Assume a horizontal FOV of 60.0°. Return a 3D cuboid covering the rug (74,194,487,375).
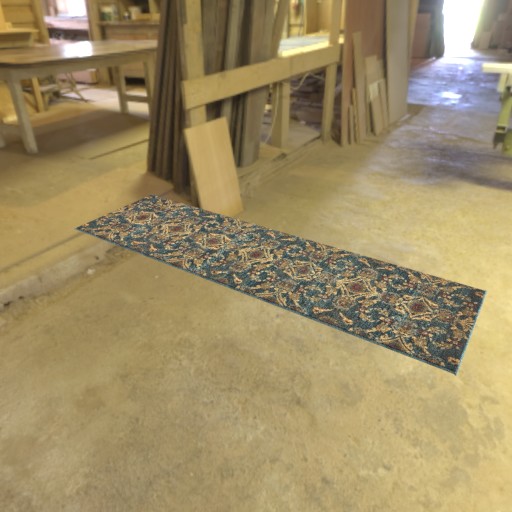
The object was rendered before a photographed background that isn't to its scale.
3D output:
[{"bbox_3d":[0.000,0.000,2.492,2.292,0.014,0.685,18,35,28],"label":"rug"}]
